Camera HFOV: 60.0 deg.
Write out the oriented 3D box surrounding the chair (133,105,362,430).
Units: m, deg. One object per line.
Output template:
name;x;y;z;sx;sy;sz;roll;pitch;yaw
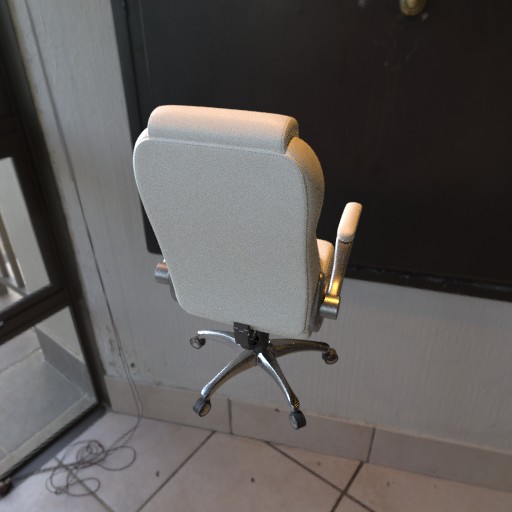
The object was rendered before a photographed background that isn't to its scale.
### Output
chair;0.000;0.000;1.811;0.755;1.330;0.806;10;34;16
